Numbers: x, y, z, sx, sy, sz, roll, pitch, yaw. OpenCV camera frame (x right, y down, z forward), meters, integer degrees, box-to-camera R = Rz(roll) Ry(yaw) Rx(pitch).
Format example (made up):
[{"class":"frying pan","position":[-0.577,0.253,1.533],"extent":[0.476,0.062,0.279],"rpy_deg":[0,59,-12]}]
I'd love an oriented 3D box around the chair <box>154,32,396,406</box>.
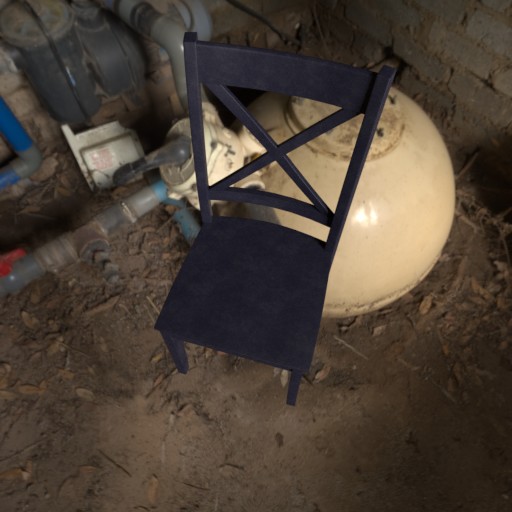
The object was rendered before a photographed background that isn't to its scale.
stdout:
[{"class":"chair","position":[0.000,0.000,1.281],"extent":[0.485,0.983,0.542],"rpy_deg":[14,59,8]}]
